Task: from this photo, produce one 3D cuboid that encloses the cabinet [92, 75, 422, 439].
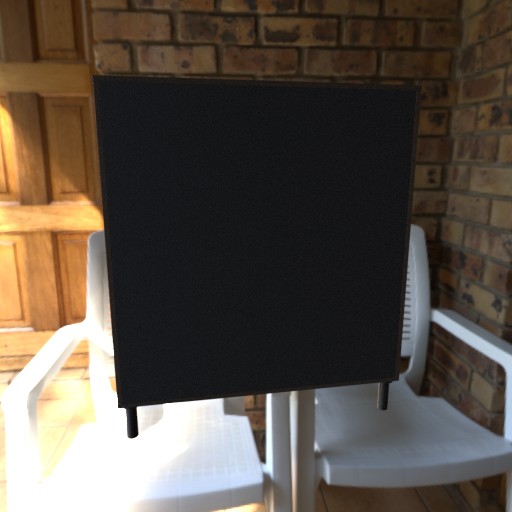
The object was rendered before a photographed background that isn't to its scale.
[{"bbox_3d":[0.000,0.000,1.652,1.010,1.170,0.400,-2,13,-10],"label":"cabinet"}]
